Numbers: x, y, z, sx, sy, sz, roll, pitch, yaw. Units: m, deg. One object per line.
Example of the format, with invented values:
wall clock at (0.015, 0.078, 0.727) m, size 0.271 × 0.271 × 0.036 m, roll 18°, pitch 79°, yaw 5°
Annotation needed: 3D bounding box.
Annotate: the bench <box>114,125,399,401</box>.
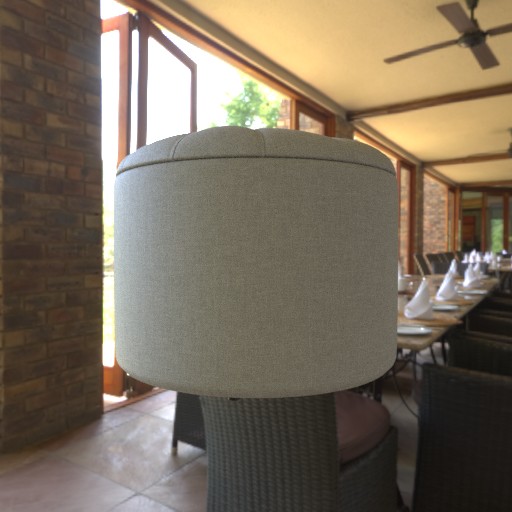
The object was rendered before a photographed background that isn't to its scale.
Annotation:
bench at (0.000, 0.000, 0.982) m, size 0.600 × 0.453 × 0.600 m, roll 0°, pitch 1°, yaw 0°
